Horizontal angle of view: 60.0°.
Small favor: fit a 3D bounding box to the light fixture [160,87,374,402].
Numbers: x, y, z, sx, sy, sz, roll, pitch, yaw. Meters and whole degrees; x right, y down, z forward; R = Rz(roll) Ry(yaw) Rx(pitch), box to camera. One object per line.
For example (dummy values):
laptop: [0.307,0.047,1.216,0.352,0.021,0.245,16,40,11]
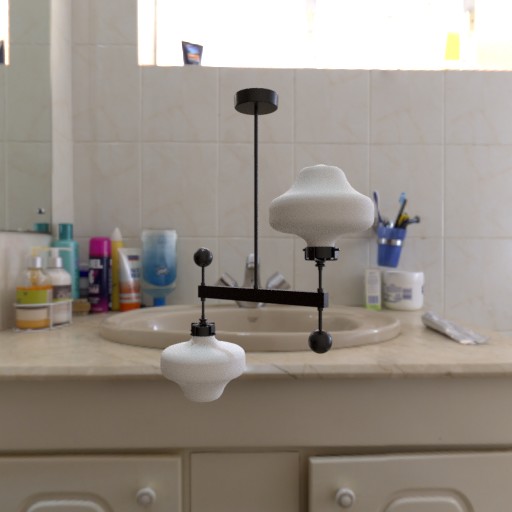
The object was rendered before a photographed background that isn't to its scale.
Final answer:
light fixture: [0.000,0.000,1.028,0.489,0.743,0.422,0,0,1]
